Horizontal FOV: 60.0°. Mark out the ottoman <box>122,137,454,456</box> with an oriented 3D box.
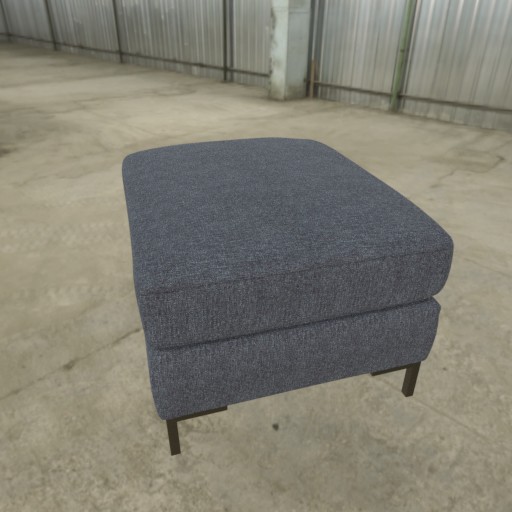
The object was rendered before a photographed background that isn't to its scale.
[{"bbox_3d":[0.000,0.000,1.308,0.695,0.533,0.831,-8,31,-14],"label":"ottoman"}]
